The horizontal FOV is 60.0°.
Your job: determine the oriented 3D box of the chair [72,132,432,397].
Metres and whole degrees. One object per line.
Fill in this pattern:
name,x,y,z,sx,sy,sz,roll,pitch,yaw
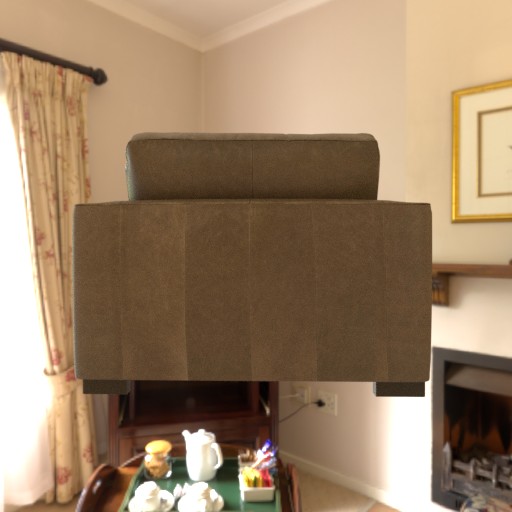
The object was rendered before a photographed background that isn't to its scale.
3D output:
chair,0.000,0.000,1.817,1.106,0.807,1.080,0,1,2
